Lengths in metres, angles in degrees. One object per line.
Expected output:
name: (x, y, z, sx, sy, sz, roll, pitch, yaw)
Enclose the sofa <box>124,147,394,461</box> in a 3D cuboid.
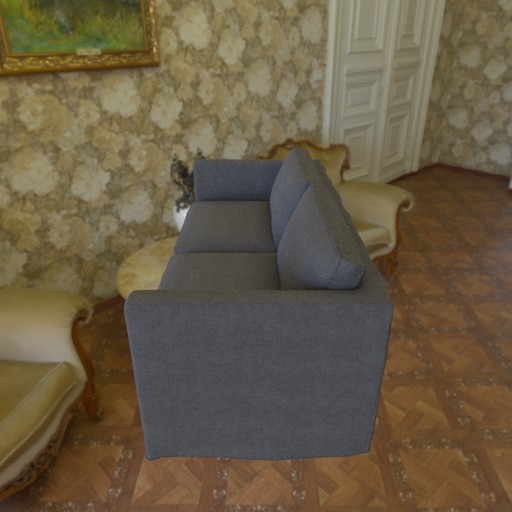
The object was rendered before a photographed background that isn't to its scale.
sofa: (0.000, 0.000, 2.472, 0.953, 0.855, 1.982, 0, 26, 0)
